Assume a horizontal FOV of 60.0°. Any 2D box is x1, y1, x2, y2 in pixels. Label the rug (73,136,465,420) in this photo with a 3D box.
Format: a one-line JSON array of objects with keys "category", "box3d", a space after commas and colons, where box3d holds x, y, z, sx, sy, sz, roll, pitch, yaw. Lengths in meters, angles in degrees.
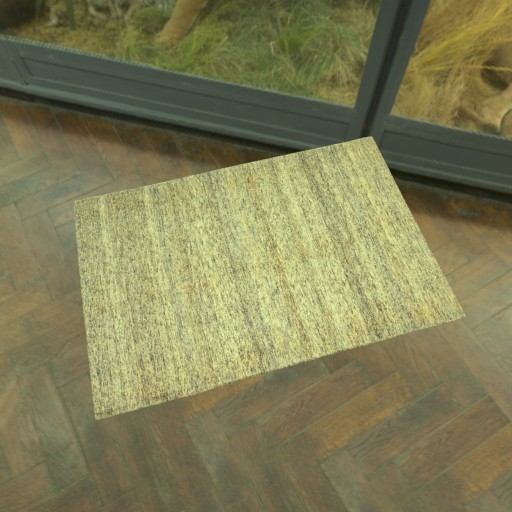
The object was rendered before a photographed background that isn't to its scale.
[{"category": "rug", "box3d": [0.000, 0.000, 2.384, 1.846, 0.014, 1.243, -14, 63, -7]}]
